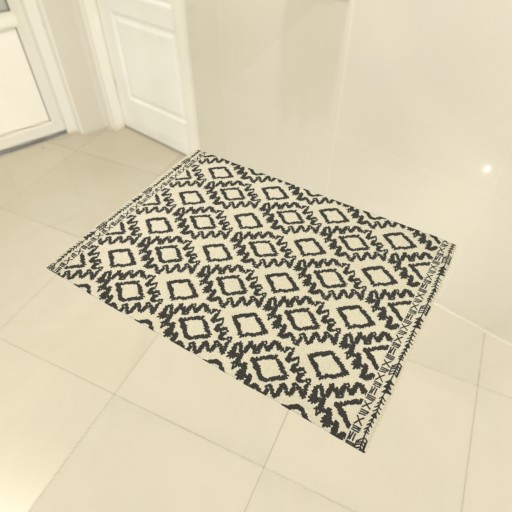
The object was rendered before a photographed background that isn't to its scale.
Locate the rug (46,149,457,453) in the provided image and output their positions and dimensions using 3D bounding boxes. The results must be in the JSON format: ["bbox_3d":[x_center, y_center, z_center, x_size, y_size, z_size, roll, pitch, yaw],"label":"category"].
[{"bbox_3d":[0.000,0.000,4.414,3.369,0.036,2.444,24,51,21],"label":"rug"}]
